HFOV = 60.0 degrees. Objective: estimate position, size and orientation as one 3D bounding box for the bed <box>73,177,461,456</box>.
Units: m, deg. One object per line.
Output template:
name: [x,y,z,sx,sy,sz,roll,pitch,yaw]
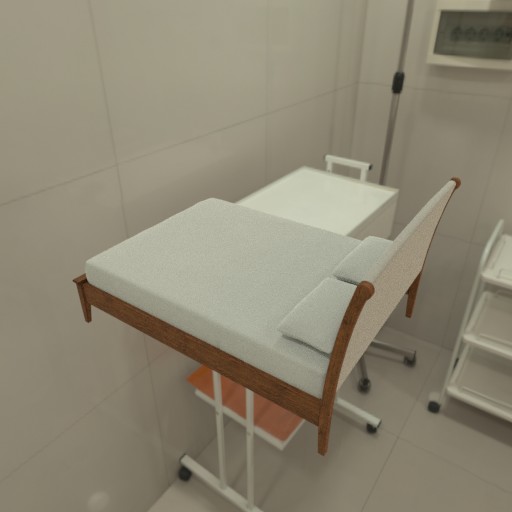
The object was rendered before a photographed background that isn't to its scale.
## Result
bed: [0.000,0.000,3.038,2.108,1.135,1.502,19,36,29]
